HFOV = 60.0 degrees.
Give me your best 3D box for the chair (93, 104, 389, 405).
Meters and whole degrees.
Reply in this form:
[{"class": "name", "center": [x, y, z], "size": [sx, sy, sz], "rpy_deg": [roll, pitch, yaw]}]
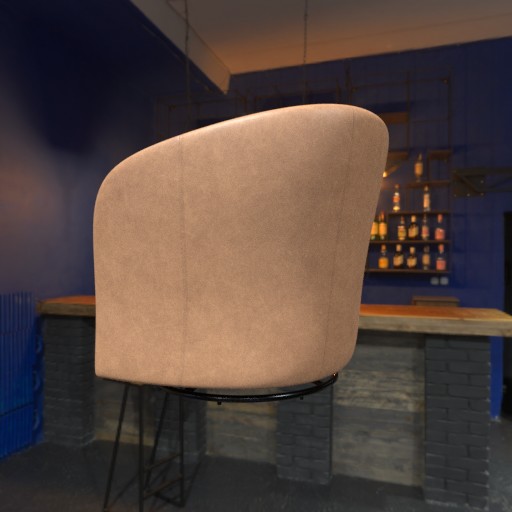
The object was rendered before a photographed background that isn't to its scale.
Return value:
[{"class": "chair", "center": [0.000, 0.000, 1.419], "size": [0.815, 0.771, 0.791], "rpy_deg": [0, 0, 19]}]
